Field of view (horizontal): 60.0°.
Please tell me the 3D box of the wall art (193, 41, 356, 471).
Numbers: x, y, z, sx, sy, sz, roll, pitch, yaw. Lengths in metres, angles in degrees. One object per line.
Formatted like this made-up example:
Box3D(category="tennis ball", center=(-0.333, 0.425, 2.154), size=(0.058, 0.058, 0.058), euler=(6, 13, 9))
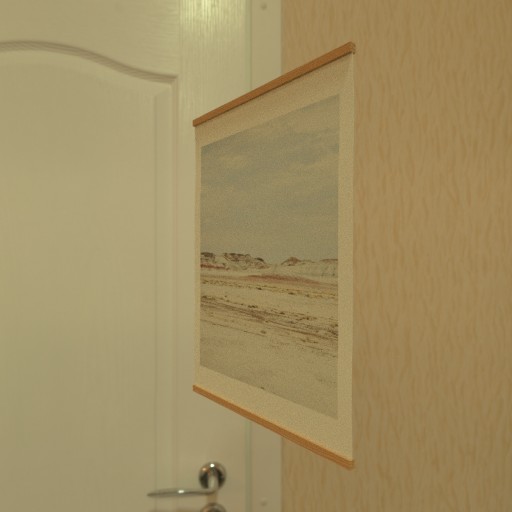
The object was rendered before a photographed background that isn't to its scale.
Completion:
Box3D(category="wall art", center=(0.000, 0.000, 0.812), size=(0.011, 0.605, 0.458), euler=(0, 0, -37))
